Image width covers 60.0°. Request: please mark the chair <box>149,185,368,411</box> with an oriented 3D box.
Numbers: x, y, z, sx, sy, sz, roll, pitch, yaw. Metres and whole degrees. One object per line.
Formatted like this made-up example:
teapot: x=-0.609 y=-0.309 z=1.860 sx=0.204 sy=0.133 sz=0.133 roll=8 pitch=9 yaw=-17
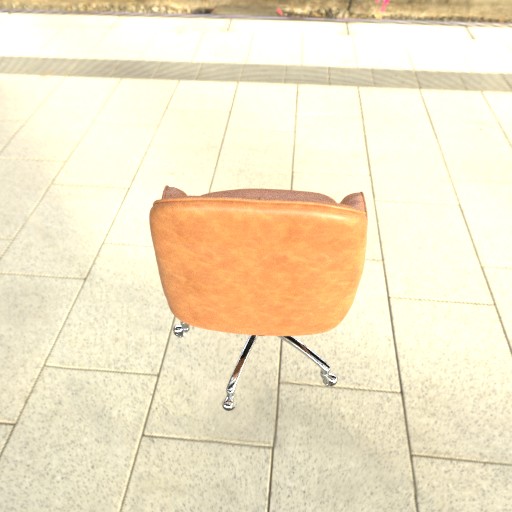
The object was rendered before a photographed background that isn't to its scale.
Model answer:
chair: x=0.000 y=0.000 z=1.352 sx=0.628 sy=0.909 sz=0.615 roll=2 pitch=47 yaw=2
